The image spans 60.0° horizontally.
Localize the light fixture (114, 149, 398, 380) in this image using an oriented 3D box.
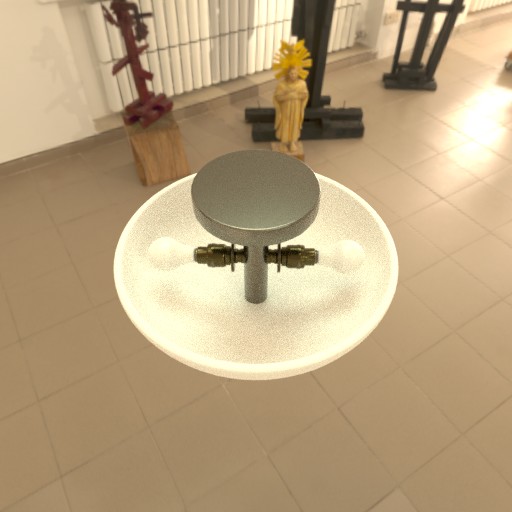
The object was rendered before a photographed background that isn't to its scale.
[{"bbox_3d":[0.000,0.000,0.537,0.330,0.214,0.330,0,47,0],"label":"light fixture"}]
